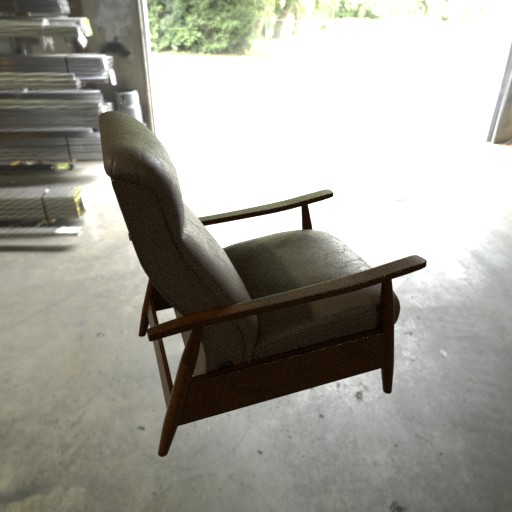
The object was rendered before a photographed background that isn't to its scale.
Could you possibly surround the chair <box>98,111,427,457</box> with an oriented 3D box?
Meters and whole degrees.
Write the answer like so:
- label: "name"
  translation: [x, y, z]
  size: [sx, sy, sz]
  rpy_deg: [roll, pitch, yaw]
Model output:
- label: "chair"
  translation: [0.000, 0.000, 1.754]
  size: [1.014, 1.082, 0.762]
  rpy_deg: [-9, 30, -16]
